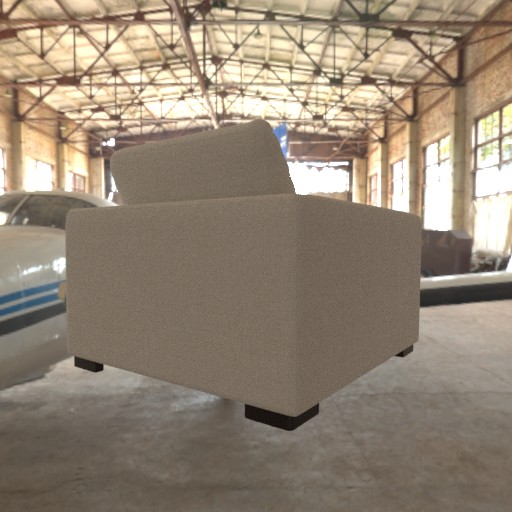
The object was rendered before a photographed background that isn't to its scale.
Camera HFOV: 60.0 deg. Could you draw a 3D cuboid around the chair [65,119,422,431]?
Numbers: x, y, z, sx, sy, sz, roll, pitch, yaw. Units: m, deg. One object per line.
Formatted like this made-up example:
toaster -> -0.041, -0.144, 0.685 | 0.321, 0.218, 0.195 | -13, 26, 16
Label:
chair -> 0.000, 0.000, 1.870 | 1.070, 0.876, 1.100 | 2, 3, 36
